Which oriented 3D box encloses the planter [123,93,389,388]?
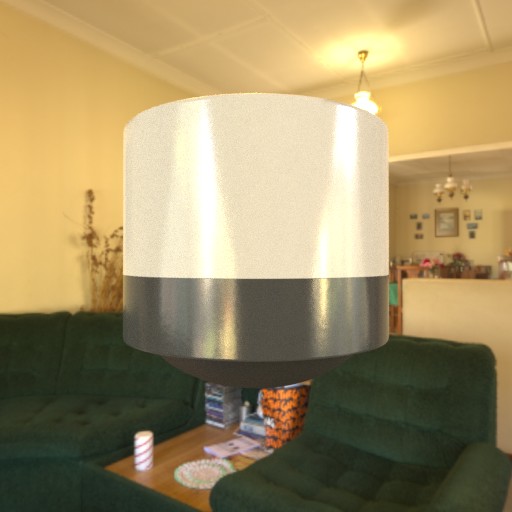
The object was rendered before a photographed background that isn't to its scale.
[{"bbox_3d":[0.000,0.000,0.336,0.193,0.177,0.193,0,0,0],"label":"planter"}]
